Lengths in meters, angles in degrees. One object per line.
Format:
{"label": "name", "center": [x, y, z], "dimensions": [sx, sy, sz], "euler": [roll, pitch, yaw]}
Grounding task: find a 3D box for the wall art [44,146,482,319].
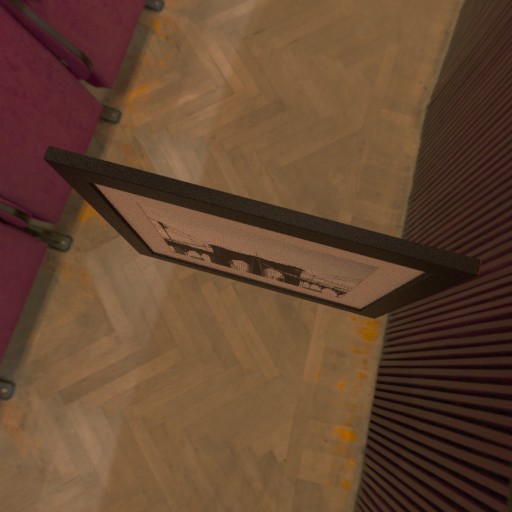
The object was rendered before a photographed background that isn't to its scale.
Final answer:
{"label": "wall art", "center": [0.000, 0.000, 0.729], "dimensions": [0.521, 0.450, 0.018], "euler": [15, 76, 4]}
